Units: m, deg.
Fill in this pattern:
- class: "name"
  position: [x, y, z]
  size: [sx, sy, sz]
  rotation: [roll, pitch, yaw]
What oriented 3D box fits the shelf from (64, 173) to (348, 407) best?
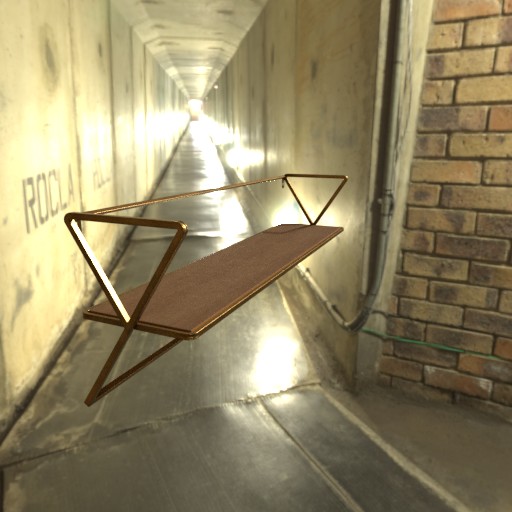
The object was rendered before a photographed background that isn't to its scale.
- class: "shelf"
  position: [0.000, 0.000, 0.744]
  size: [0.150, 0.229, 0.645]
  rotation: [6, 16, 24]
